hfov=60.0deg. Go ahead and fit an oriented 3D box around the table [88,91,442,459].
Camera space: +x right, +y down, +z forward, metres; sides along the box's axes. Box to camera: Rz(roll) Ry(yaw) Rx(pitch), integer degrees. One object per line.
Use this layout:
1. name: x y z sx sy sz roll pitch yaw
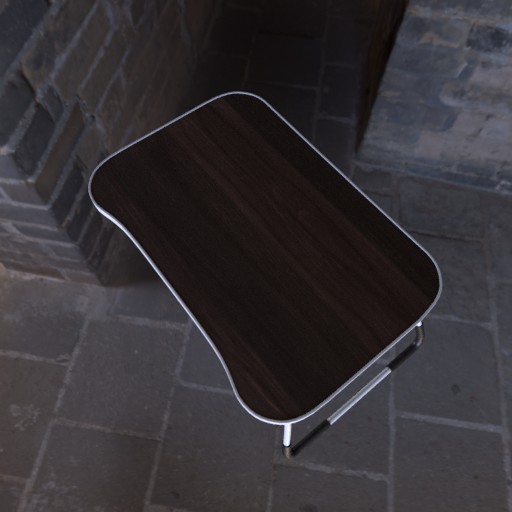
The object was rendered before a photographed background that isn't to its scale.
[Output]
1. table: 0.000 0.000 0.882 0.400 0.232 0.660 -35 68 -16
